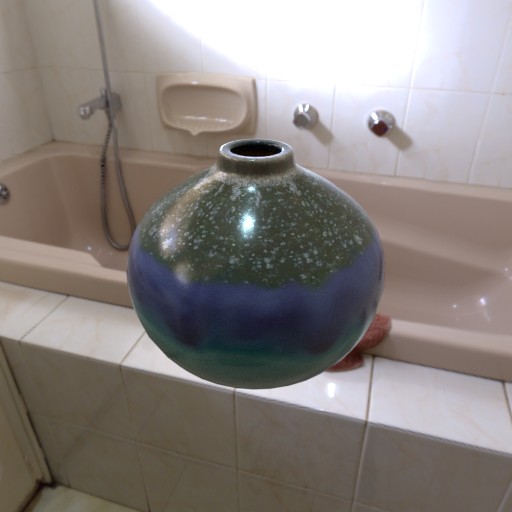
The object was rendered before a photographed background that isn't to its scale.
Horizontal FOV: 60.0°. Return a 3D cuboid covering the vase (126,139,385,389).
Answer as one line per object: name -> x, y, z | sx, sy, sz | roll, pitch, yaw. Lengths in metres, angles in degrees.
vase -> 0.000, 0.000, 0.270 | 0.154, 0.133, 0.154 | 0, 30, 0
